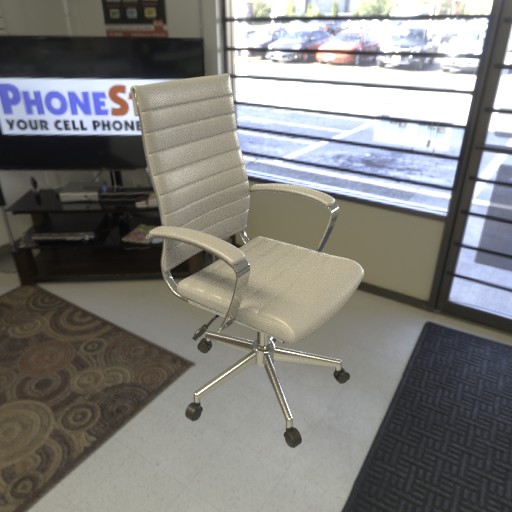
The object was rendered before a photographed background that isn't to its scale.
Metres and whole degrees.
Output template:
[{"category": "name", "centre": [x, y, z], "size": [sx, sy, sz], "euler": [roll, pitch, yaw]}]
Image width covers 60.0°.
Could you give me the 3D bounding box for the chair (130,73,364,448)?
[{"category": "chair", "centre": [0.000, 0.000, 1.588], "size": [0.667, 1.149, 0.679], "euler": [19, 34, 32]}]
